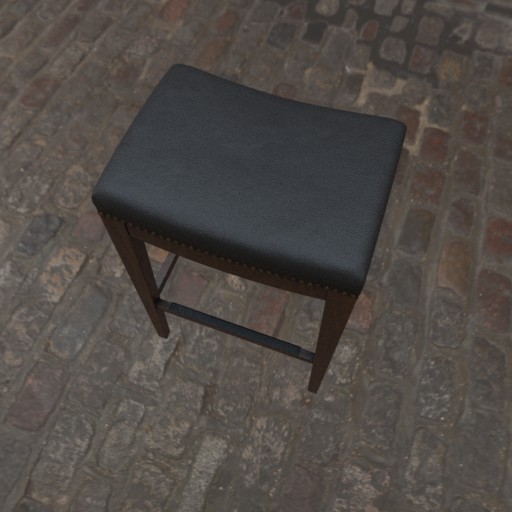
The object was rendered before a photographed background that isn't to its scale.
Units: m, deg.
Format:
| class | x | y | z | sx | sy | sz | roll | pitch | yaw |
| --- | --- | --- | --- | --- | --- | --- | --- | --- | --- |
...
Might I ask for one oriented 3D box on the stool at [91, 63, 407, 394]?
| class | x | y | z | sx | sy | sz | roll | pitch | yaw |
| --- | --- | --- | --- | --- | --- | --- | --- | --- | --- |
| stool | 0.000 | 0.000 | 1.049 | 0.500 | 0.765 | 0.361 | 18 | 65 | 9 |
